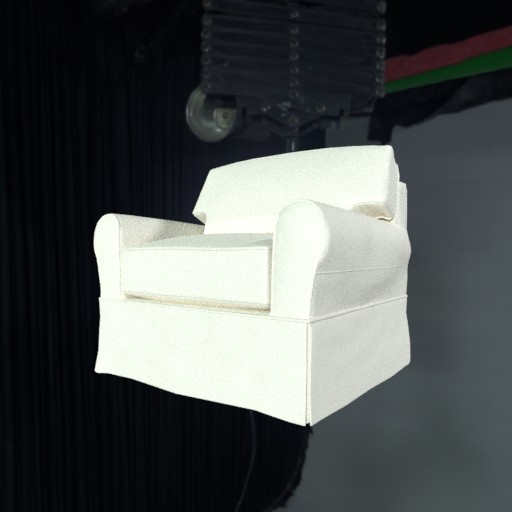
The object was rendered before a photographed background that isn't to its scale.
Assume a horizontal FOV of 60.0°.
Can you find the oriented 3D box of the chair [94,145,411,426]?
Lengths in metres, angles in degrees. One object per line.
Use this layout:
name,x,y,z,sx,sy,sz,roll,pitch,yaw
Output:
chair,0.000,0.000,1.859,1.099,0.958,0.904,1,1,36
